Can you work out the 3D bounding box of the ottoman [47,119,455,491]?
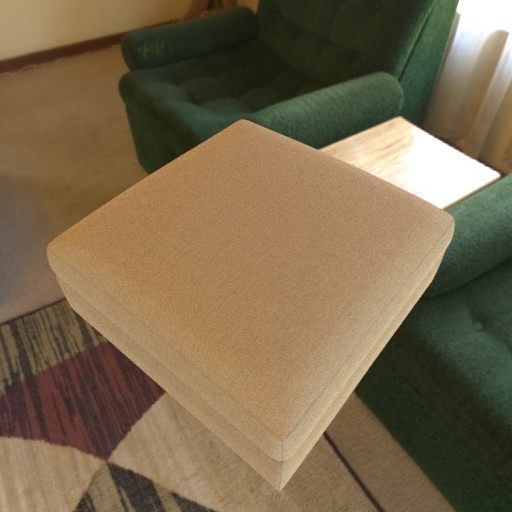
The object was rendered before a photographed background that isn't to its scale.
[{"bbox_3d":[0.000,0.000,1.596,1.041,0.470,1.041,31,55,26],"label":"ottoman"}]
